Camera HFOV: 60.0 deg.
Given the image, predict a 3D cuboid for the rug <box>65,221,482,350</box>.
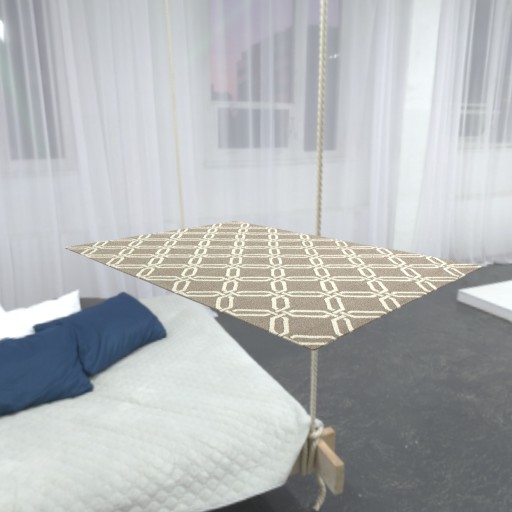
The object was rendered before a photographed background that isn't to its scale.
[{"bbox_3d":[0.000,0.000,4.399,2.441,0.020,3.419,-13,19,-42],"label":"rug"}]
